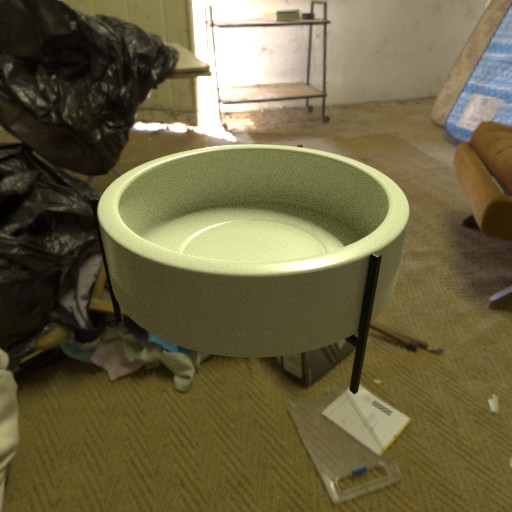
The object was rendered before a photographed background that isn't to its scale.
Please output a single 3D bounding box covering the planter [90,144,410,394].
[{"bbox_3d":[0.000,0.000,0.536,0.336,0.171,0.345,-22,38,-31],"label":"planter"}]
